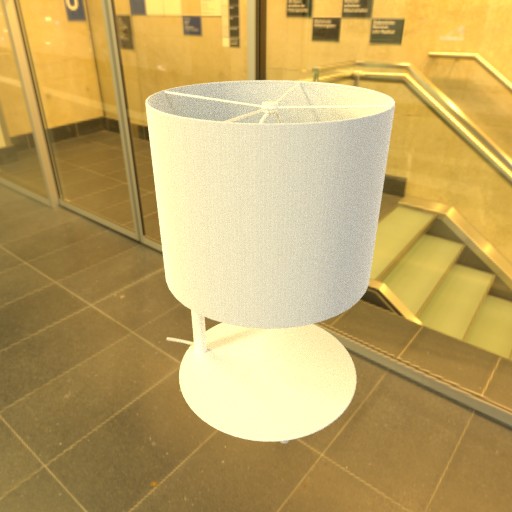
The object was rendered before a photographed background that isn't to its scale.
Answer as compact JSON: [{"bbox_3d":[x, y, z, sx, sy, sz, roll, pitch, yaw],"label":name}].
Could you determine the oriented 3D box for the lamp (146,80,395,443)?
[{"bbox_3d":[0.000,0.000,0.661,0.341,0.454,0.299,10,30,17],"label":"lamp"}]
